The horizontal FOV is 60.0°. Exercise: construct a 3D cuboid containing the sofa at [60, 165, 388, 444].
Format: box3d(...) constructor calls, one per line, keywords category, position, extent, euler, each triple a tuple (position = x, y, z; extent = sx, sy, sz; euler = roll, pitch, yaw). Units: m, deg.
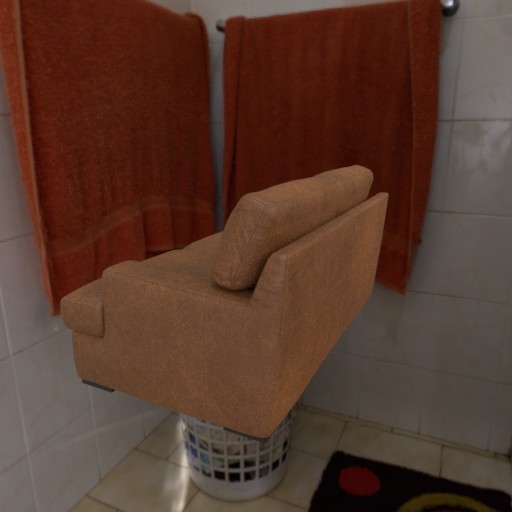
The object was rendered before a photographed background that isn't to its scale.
box3d(category="sofa", position=(0.000, 0.000, 2.555), extent=(1.144, 0.966, 1.880), euler=(8, 17, 25))
